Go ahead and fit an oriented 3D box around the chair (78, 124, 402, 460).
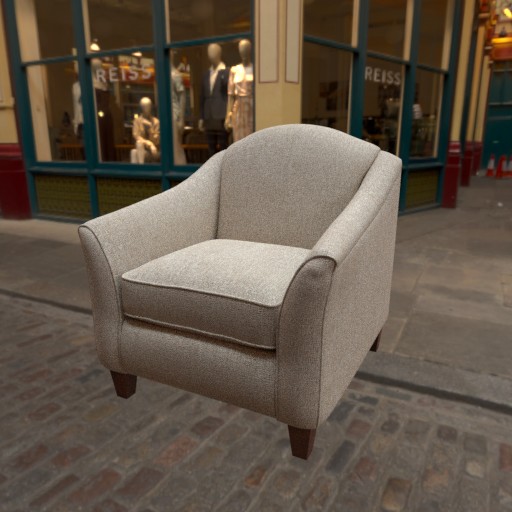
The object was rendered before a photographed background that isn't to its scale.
[{"bbox_3d":[0.000,0.000,1.446,0.763,0.839,0.787,8,17,26],"label":"chair"}]
